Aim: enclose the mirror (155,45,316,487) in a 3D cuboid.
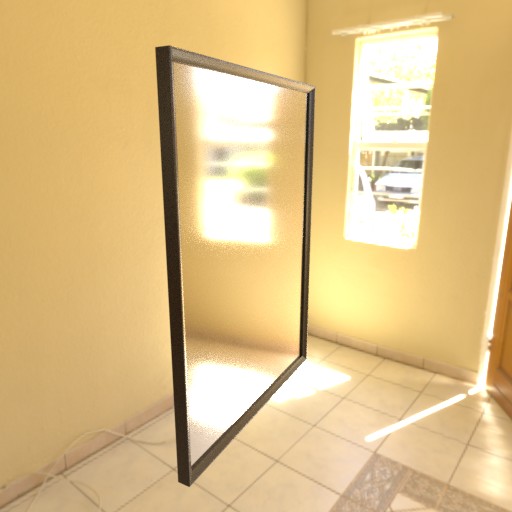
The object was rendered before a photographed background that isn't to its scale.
[{"bbox_3d":[0.000,0.000,1.312,0.041,1.016,0.762,8,17,28],"label":"mirror"}]
